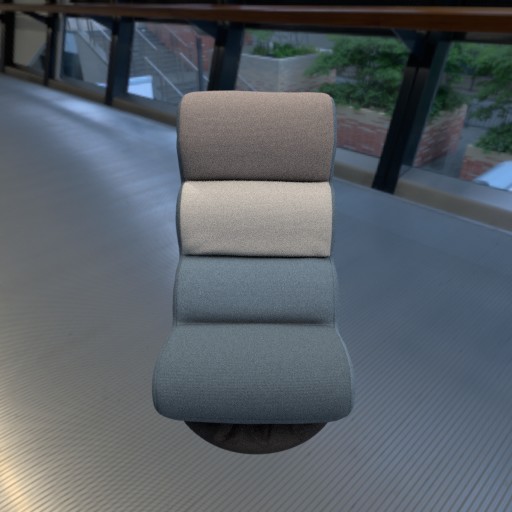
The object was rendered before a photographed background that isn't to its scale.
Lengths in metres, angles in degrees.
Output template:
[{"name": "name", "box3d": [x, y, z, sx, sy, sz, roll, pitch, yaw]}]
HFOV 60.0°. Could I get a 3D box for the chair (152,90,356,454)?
[{"name": "chair", "box3d": [0.000, 0.000, 1.057, 0.420, 0.641, 0.661, 0, 31, 1]}]
